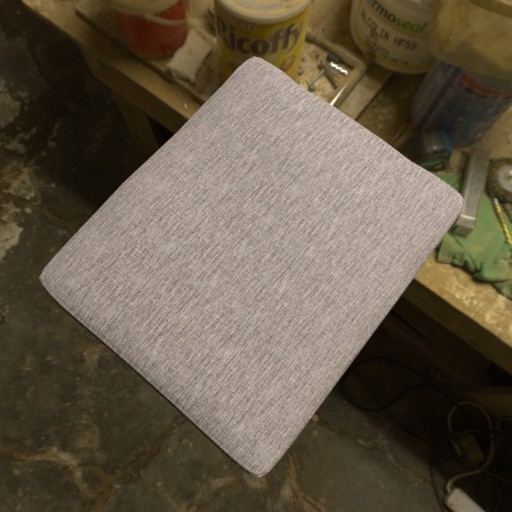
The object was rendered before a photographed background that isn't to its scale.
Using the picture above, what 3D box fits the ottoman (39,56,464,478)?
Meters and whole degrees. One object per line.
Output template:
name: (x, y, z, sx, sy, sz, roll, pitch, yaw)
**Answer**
ottoman: (0.000, 0.000, 1.454, 0.839, 0.492, 0.994, 38, 77, 10)
